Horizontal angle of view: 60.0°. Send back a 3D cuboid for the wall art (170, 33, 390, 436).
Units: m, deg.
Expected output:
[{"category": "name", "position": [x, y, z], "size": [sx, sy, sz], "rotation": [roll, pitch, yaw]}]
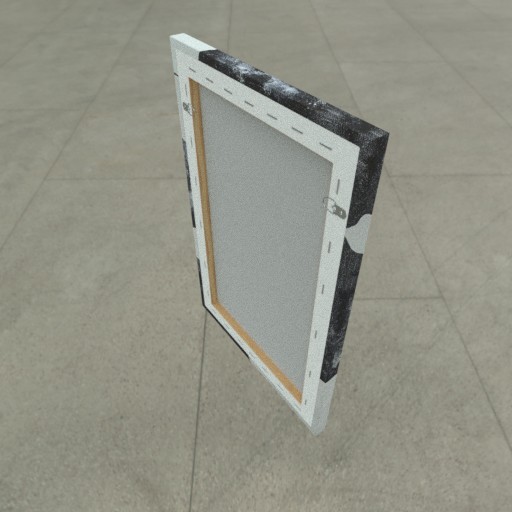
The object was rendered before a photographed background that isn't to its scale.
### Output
[{"category": "wall art", "position": [0.000, 0.000, 1.133], "size": [0.041, 0.915, 0.610], "rotation": [-27, 49, -26]}]
